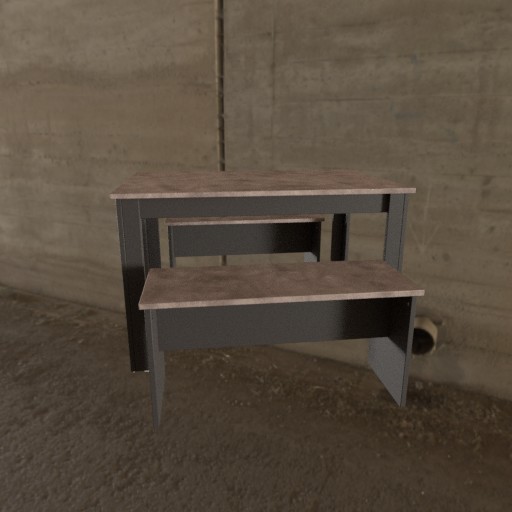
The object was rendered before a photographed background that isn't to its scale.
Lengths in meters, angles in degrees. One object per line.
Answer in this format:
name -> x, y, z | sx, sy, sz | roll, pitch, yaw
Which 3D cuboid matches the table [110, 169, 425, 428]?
table -> 0.000, 0.000, 2.027 | 1.100, 0.700, 1.443 | -2, 17, -7
